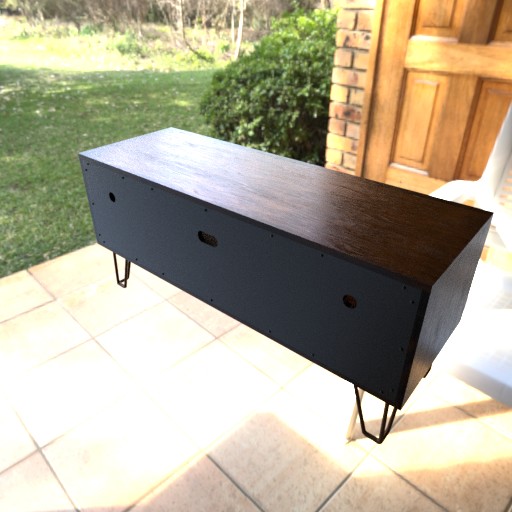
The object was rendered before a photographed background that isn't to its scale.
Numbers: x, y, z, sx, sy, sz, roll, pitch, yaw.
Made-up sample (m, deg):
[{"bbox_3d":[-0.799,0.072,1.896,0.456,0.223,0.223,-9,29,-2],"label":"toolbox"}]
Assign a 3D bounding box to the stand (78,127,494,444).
[{"bbox_3d":[0.000,0.000,1.636,1.372,0.610,0.481,23,39,33],"label":"stand"}]
